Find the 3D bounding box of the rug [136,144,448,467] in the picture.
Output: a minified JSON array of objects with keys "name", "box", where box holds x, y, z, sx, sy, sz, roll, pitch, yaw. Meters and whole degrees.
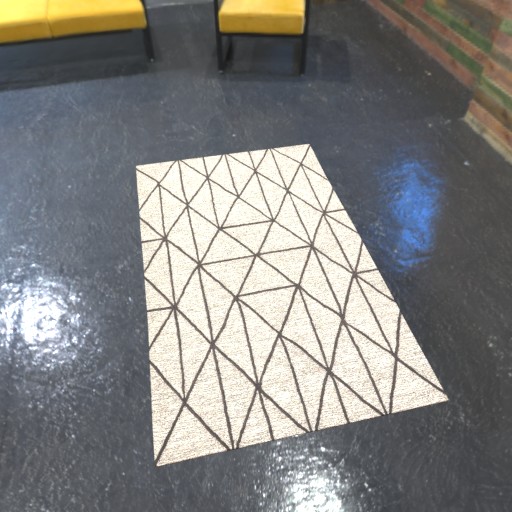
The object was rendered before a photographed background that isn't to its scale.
[{"name":"rug","box":[0.000,0.000,3.033,1.526,0.008,2.465,-9,48,-9]}]
